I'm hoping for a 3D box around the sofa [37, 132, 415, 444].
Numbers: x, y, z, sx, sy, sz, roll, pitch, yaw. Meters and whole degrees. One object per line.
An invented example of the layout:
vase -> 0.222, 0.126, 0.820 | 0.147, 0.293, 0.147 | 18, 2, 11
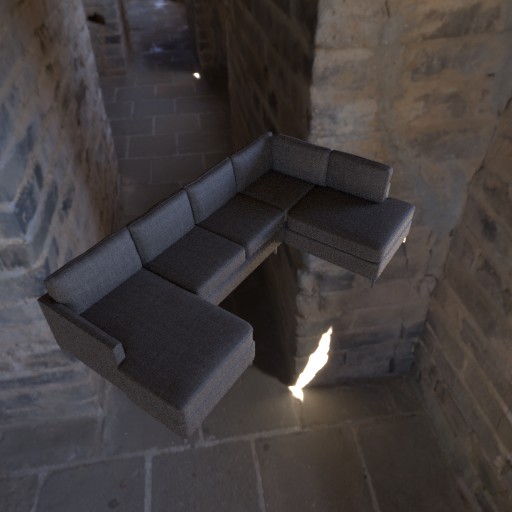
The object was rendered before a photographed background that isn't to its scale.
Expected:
sofa -> 0.000, 0.000, 4.367 | 2.048, 0.999, 3.423 | 24, 46, 25
